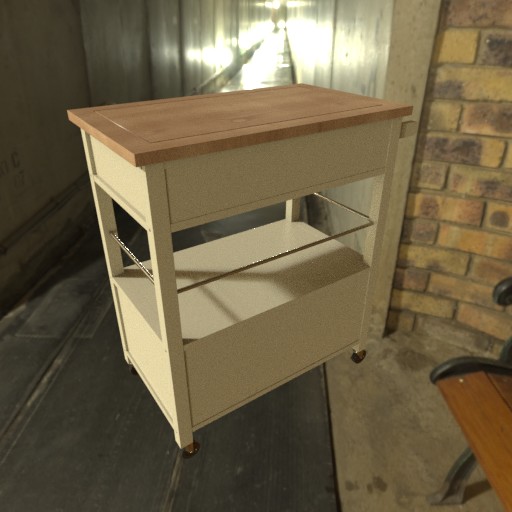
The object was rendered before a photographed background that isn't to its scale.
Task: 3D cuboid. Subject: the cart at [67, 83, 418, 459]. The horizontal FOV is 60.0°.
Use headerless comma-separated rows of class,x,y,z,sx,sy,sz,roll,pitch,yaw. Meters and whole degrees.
cart,0.000,0.000,1.380,0.840,0.901,0.459,-19,35,-29
